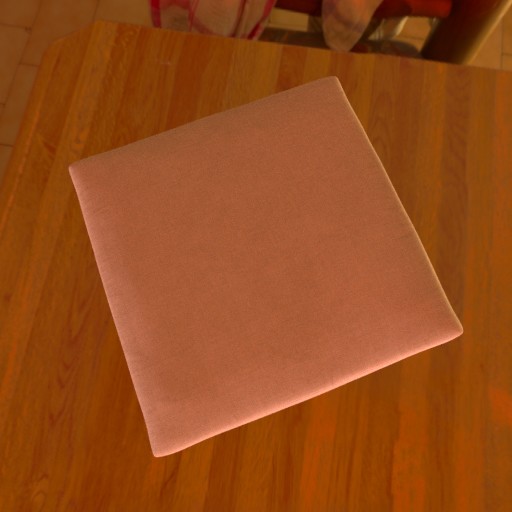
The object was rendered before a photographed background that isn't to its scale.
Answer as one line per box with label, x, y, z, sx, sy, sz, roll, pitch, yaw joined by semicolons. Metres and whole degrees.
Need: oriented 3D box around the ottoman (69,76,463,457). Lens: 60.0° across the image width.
ottoman;0.000;0.000;1.789;1.203;0.517;1.171;-20;76;-5
